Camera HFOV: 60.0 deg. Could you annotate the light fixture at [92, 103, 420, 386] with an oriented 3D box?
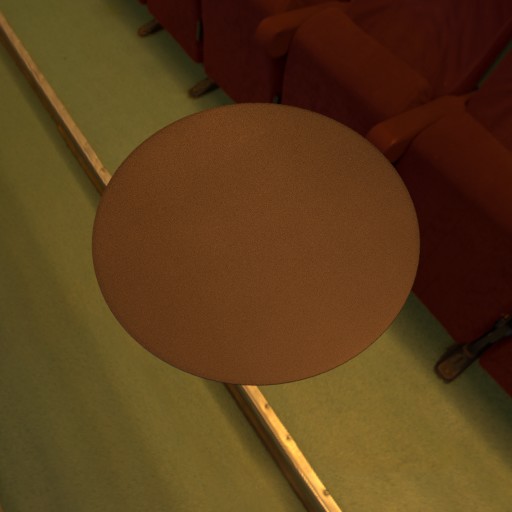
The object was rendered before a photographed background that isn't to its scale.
[{"bbox_3d":[0.000,0.000,0.442,0.280,0.135,0.280,0,62,0],"label":"light fixture"}]
